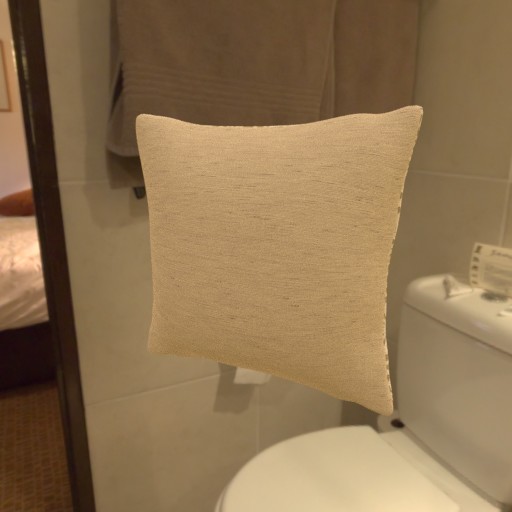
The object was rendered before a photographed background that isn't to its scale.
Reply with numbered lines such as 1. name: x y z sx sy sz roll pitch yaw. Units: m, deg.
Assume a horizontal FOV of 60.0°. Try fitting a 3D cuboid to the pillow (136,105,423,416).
1. pillow: 0.000 0.000 0.669 0.438 0.421 0.167 8 17 26
